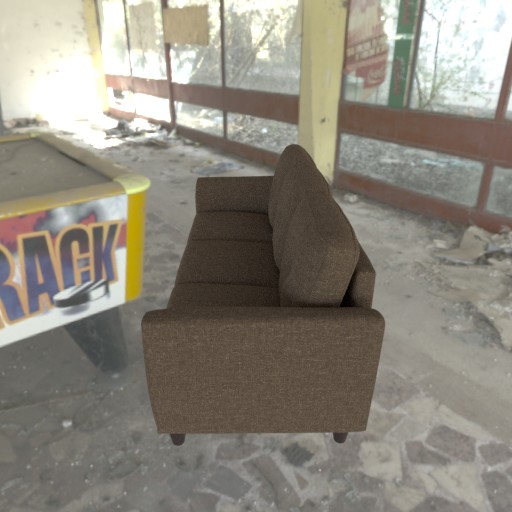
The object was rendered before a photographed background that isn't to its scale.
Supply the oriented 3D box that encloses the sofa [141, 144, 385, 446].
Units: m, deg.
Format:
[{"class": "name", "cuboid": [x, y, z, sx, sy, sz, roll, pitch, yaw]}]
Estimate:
[{"class": "sofa", "cuboid": [0.000, 0.000, 2.363, 0.837, 0.891, 1.847, 0, 25, -1]}]
